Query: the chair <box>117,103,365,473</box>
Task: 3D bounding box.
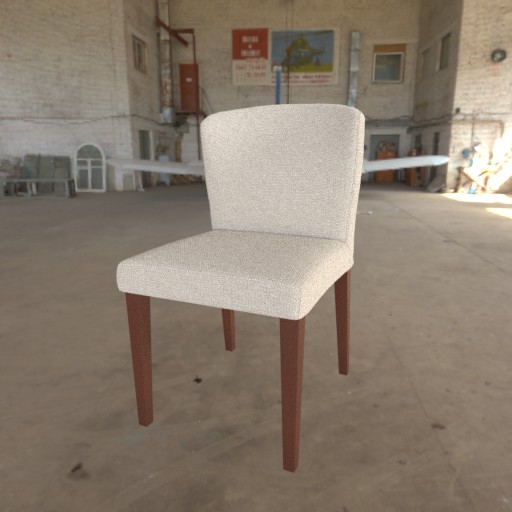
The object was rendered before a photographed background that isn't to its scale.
[{"bbox_3d":[0.000,0.000,1.216,0.491,0.839,0.589,6,15,24],"label":"chair"}]
